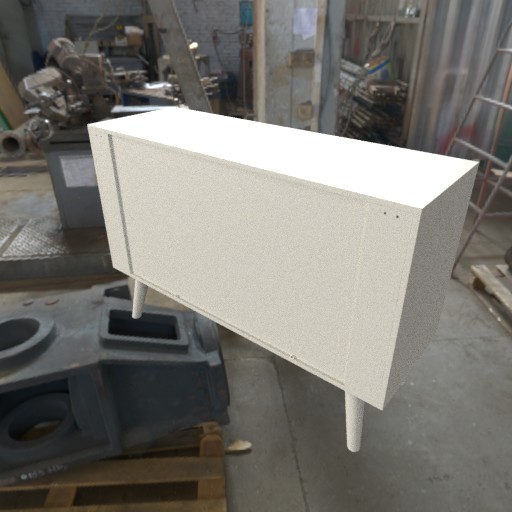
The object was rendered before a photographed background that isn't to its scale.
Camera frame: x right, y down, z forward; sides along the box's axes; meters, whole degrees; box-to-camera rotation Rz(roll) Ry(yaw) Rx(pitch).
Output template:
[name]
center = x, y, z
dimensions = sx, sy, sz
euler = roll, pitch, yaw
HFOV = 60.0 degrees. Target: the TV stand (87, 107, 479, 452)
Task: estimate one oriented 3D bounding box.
[TV stand]
center = 0.000, 0.000, 1.561
dimensions = 1.193, 0.812, 0.406
euler = 21, 36, 33
